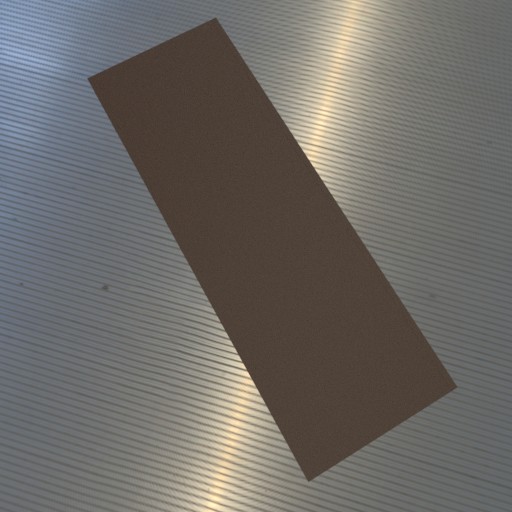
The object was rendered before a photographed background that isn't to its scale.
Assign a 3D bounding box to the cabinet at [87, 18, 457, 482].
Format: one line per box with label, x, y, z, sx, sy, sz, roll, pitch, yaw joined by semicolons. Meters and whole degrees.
cabinet;0.000;0.000;1.782;0.482;0.914;1.396;-29;78;-7
